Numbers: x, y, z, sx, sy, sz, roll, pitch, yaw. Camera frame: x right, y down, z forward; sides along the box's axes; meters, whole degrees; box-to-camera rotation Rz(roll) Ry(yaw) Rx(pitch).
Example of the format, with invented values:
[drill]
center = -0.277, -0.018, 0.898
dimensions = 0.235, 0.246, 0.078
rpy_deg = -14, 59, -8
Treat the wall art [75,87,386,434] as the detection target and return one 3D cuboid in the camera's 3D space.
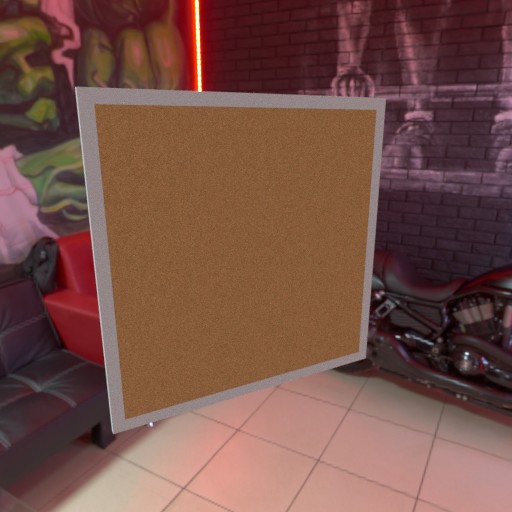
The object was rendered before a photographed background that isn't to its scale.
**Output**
[wall art]
center = 0.000, 0.000, 0.663
dimensions = 0.456, 0.457, 0.009
rpy_deg = -8, 18, -26
